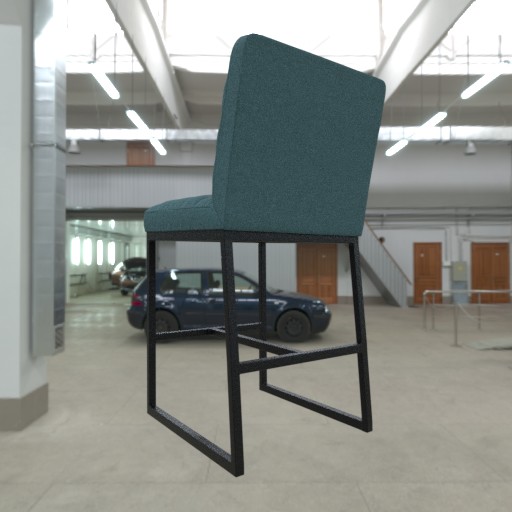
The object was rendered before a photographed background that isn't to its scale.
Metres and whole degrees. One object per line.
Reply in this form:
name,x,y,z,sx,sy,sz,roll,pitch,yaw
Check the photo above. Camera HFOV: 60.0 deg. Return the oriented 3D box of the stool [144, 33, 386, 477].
stool,0.000,0.000,1.253,0.460,0.940,0.560,0,-1,-36
